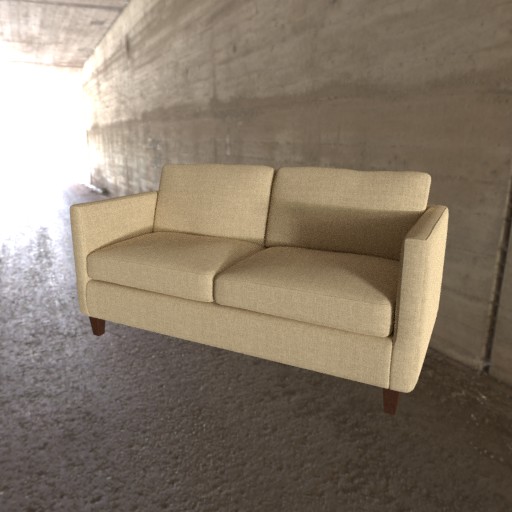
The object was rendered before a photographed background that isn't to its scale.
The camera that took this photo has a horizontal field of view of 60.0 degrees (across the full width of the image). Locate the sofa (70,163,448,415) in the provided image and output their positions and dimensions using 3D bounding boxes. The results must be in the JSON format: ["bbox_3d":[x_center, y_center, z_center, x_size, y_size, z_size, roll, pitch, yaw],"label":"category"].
[{"bbox_3d":[0.000,0.000,2.469,1.884,0.963,0.950,8,17,26],"label":"sofa"}]
